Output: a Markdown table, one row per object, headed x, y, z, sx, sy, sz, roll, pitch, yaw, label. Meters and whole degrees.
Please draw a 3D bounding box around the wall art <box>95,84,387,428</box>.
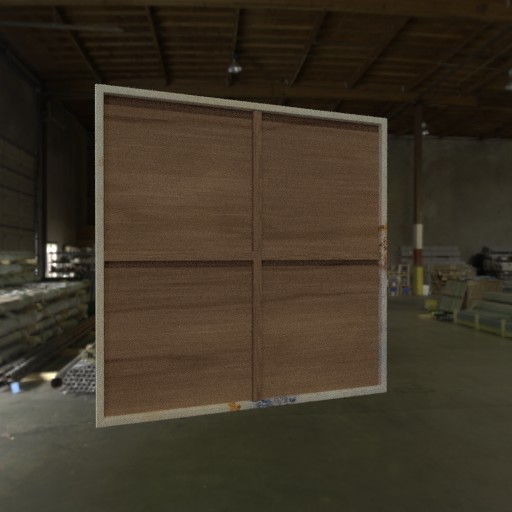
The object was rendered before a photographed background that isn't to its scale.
| x | y | z | sx | sy | sz | roll | pitch | yaw | label |
| --- | --- | --- | --- | --- | --- | --- | --- | --- | --- |
| 0.000 | 0.000 | 1.308 | 0.889 | 0.889 | 0.038 | 0 | 0 | -19 | wall art |
